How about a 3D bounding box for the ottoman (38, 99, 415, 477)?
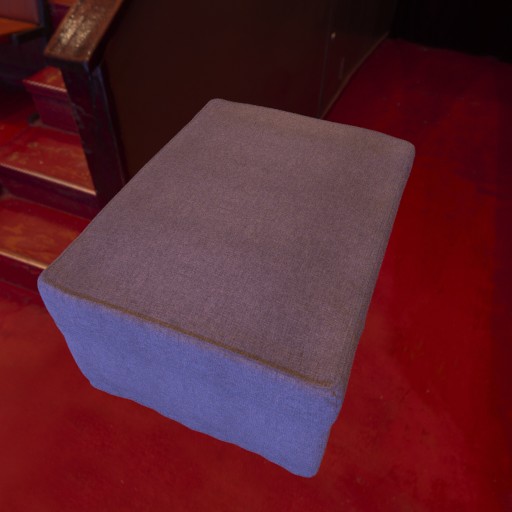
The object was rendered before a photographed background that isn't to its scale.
[{"bbox_3d":[0.000,0.000,1.196,0.652,0.492,0.833,17,49,15],"label":"ottoman"}]
